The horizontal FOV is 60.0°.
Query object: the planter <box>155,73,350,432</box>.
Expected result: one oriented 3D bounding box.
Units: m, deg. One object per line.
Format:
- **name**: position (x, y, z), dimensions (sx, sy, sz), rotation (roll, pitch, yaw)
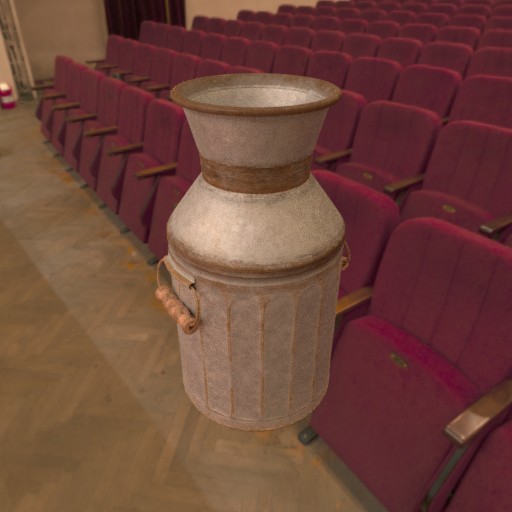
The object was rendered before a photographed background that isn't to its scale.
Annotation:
- **planter**: position (0.000, 0.000, 0.548), dimensions (0.245, 0.396, 0.214), rotation (-20, 37, -28)
